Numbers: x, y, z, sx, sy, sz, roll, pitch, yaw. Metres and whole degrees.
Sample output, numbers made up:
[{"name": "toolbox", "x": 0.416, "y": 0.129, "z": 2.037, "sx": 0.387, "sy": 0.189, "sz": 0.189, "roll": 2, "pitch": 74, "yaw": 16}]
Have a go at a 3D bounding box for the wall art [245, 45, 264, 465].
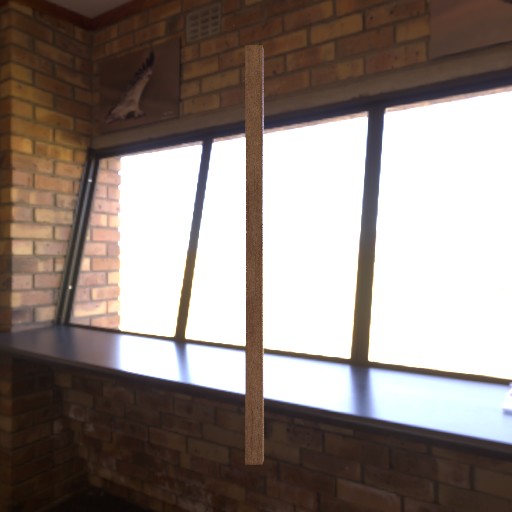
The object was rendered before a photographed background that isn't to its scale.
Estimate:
[{"name": "wall art", "x": 0.000, "y": 0.000, "z": 0.966, "sx": 0.026, "sy": 0.588, "sz": 0.690, "roll": 0, "pitch": 0, "yaw": 0}]
